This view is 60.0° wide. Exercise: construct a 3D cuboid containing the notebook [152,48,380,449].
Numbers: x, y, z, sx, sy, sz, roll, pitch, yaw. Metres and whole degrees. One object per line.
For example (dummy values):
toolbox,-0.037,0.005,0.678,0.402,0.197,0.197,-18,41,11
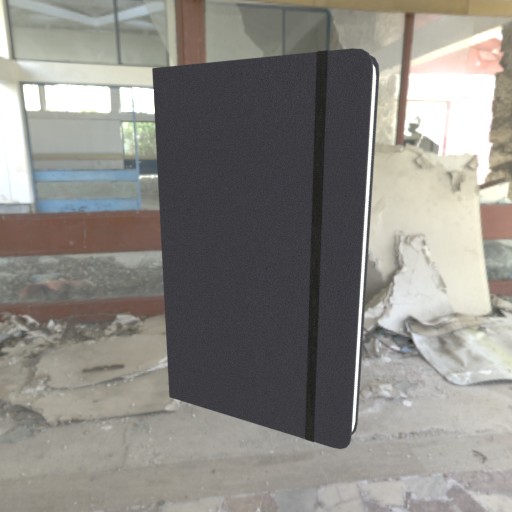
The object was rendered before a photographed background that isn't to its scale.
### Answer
notebook,0.000,0.000,0.259,0.127,0.213,0.016,7,15,26
